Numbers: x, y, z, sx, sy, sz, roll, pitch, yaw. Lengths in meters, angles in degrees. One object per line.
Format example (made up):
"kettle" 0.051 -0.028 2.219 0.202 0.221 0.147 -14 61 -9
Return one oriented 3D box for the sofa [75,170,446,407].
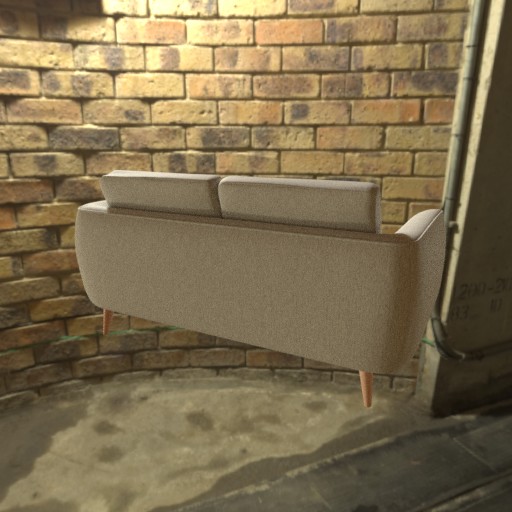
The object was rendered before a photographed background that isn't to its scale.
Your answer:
"sofa" 0.000 0.000 2.239 1.700 0.850 0.920 8 17 27
